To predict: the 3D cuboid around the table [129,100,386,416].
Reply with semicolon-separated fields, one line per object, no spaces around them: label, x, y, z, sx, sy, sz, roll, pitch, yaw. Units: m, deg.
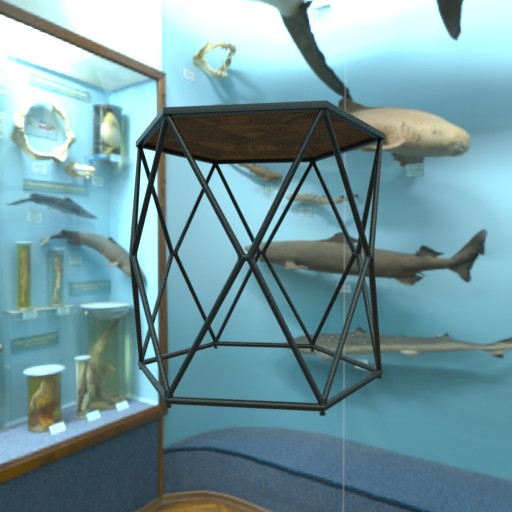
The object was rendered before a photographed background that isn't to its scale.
table;0.000;0.000;1.058;0.579;0.564;0.578;1;2;36
